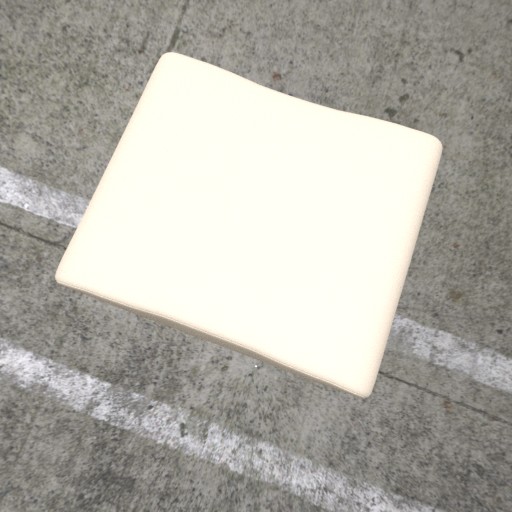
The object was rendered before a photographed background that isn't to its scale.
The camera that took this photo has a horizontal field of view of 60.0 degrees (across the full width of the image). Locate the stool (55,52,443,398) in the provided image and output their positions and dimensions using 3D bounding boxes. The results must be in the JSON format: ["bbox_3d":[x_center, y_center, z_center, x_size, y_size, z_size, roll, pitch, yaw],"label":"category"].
[{"bbox_3d":[0.000,0.000,0.921,0.471,0.609,0.401,20,77,5],"label":"stool"}]
